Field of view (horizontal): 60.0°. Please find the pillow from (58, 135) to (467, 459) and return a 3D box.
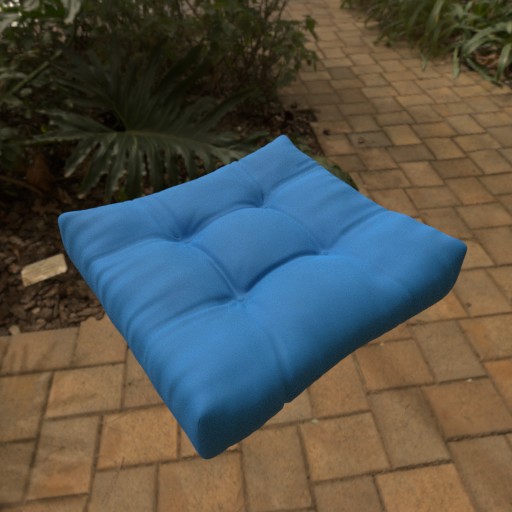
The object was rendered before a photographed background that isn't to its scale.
[{"bbox_3d":[0.000,0.000,0.725,0.490,0.128,0.468,-27,49,-26],"label":"pillow"}]
